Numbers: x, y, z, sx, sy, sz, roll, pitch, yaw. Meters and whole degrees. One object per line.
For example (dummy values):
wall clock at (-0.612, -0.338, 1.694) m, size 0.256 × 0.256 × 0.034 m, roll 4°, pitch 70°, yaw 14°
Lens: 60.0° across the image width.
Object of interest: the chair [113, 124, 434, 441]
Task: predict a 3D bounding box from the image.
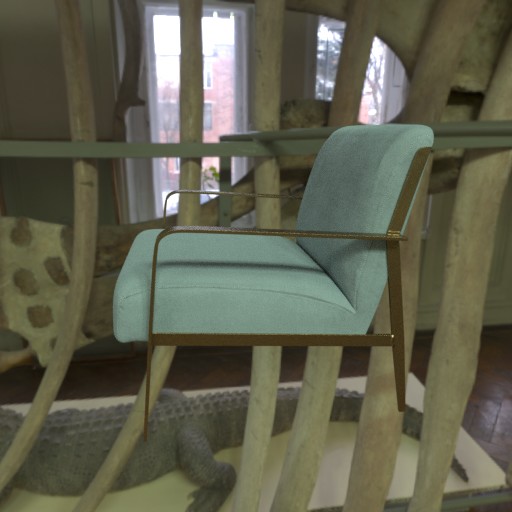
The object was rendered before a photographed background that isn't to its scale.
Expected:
chair at (0.000, 0.000, 1.449) m, size 0.842 × 0.824 × 0.701 m, roll -3°, pitch 16°, yaw -9°
